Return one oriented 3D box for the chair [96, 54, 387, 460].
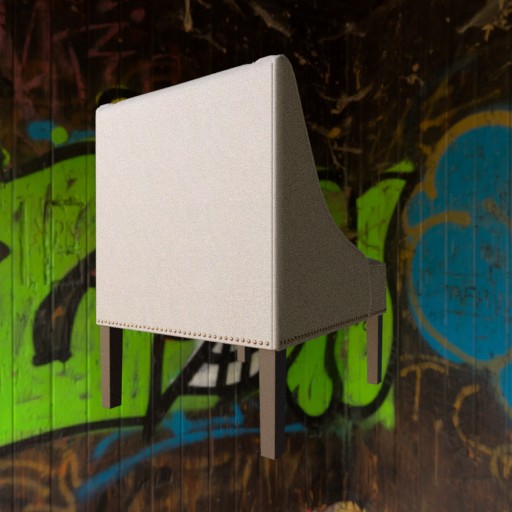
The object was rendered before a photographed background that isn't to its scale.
[{"bbox_3d":[0.000,0.000,1.400,0.631,0.867,0.747,0,0,34],"label":"chair"}]
